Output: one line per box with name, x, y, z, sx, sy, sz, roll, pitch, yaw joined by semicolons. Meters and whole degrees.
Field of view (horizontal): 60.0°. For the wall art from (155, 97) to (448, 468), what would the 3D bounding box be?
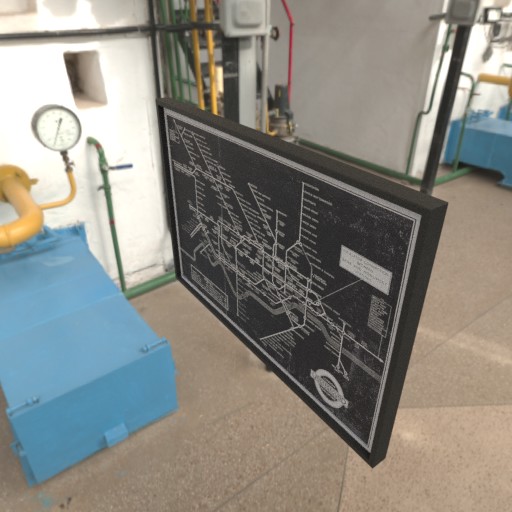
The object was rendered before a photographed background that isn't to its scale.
wall art;0.000;0.000;0.547;0.021;0.301;0.443;-21;37;-30
